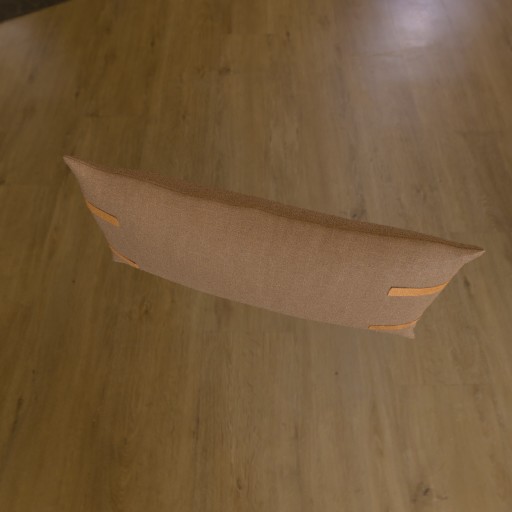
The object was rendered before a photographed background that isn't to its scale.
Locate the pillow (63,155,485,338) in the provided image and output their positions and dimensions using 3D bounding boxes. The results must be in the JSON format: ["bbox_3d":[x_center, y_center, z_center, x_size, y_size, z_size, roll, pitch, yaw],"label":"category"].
[{"bbox_3d":[0.000,0.000,0.736,0.612,0.308,0.148,14,60,8],"label":"pillow"}]
